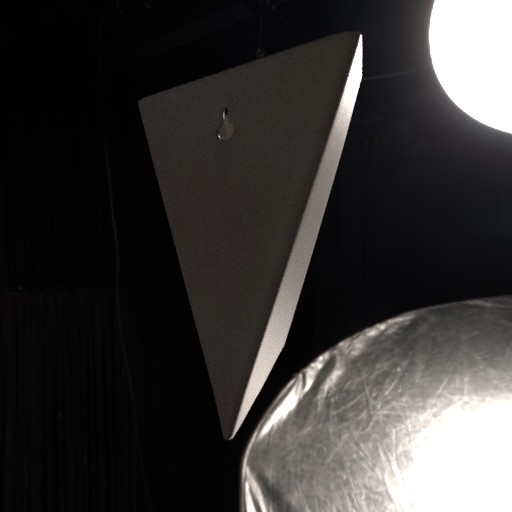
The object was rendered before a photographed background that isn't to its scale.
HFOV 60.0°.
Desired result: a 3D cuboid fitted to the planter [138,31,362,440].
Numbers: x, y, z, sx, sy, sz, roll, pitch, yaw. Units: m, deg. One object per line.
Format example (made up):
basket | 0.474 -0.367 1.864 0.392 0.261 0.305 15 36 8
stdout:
planter | 0.000 0.000 0.259 0.150 0.197 0.060 -1 -1 36
